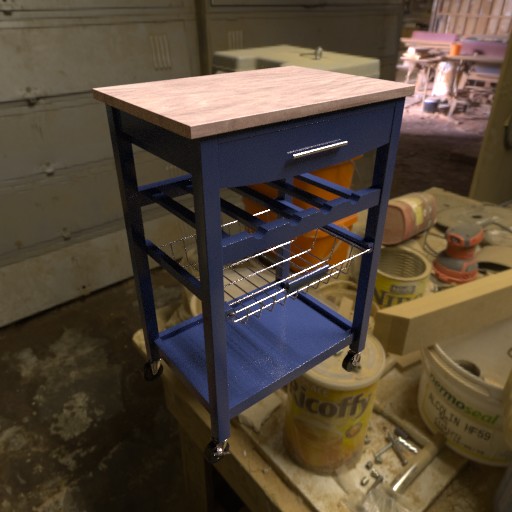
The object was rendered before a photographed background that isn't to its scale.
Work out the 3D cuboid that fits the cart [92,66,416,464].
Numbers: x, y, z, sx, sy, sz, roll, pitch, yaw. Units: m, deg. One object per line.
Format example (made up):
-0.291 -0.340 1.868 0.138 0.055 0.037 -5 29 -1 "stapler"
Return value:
0.000 0.000 1.162 0.584 0.839 0.403 -22 37 -32 "cart"
